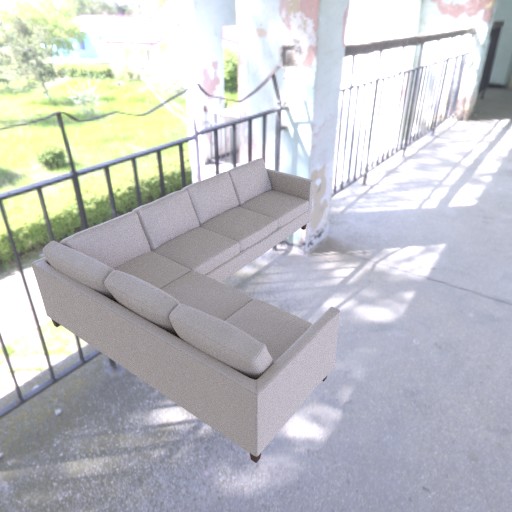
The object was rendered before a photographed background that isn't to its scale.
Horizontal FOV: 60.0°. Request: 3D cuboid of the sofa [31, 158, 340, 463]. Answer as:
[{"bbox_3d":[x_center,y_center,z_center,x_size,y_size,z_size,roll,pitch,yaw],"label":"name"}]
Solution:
[{"bbox_3d":[0.000,0.000,4.343,2.432,0.863,3.182,21,36,31],"label":"sofa"}]
